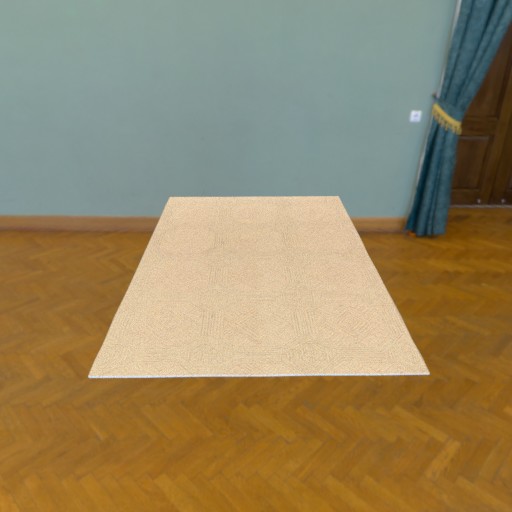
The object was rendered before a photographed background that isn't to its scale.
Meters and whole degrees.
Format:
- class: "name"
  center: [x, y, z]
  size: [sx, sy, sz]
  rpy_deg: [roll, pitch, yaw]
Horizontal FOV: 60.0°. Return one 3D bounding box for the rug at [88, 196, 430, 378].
- class: "rug"
  center: [0.000, 0.000, 2.399]
  size: [1.236, 0.009, 1.839]
  rpy_deg: [0, 28, -1]
